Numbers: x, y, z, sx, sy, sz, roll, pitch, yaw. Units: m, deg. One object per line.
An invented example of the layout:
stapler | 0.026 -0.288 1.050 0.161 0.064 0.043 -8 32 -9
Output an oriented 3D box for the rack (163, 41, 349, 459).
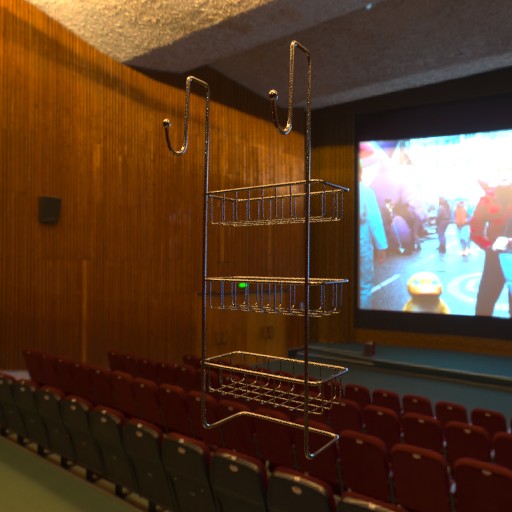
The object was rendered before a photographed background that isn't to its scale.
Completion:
rack | 0.000 0.000 0.682 0.228 0.574 0.202 0 -1 36
